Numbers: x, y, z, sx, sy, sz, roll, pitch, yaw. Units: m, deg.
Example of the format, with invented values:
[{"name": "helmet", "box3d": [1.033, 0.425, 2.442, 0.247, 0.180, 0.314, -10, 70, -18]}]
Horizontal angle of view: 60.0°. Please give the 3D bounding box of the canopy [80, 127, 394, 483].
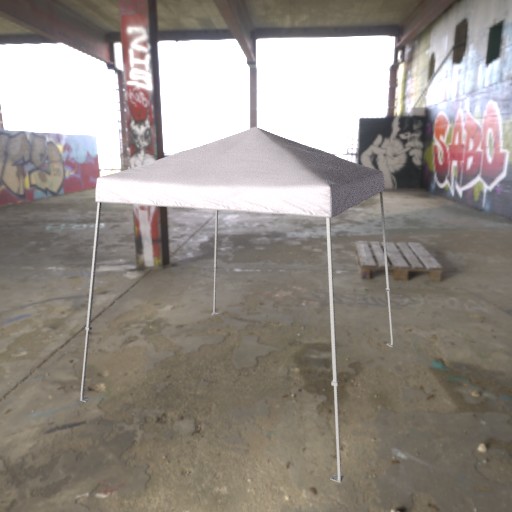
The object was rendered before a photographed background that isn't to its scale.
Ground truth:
[{"name": "canopy", "box3d": [0.000, 0.000, 5.086, 2.849, 2.850, 2.850, 6, 15, 24]}]
